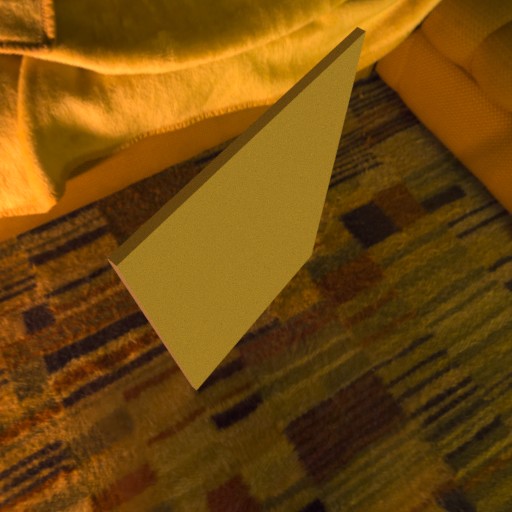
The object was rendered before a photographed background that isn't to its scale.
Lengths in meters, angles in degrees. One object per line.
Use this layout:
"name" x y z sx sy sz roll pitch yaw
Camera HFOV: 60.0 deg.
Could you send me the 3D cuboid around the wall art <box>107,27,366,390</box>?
"wall art" 0.000 0.000 0.583 0.010 0.474 0.325 36 68 17
